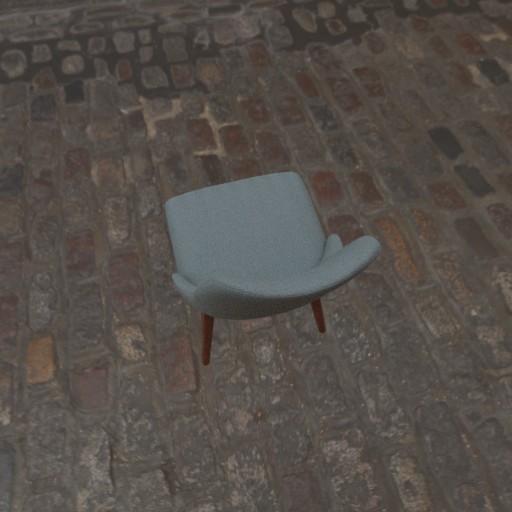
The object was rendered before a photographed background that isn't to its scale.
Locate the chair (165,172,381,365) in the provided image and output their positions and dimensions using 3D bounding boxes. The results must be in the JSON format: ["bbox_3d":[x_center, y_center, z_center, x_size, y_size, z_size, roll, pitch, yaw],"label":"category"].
[{"bbox_3d":[0.000,0.000,1.353,0.535,0.918,0.707,-13,61,-7],"label":"chair"}]
